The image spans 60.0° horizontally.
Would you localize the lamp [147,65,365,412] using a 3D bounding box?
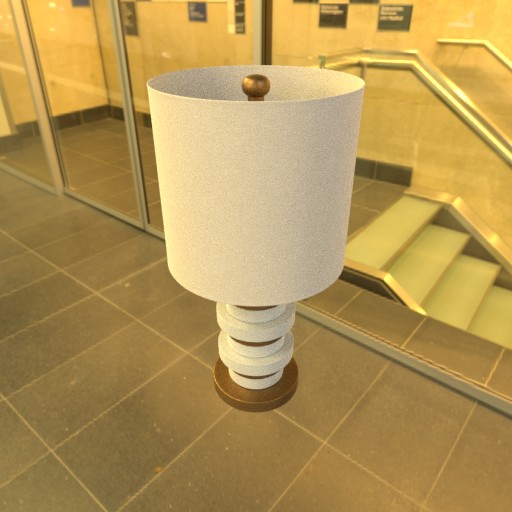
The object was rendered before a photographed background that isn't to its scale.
[{"bbox_3d":[0.000,0.000,0.536,0.210,0.410,0.210,11,32,17],"label":"lamp"}]
